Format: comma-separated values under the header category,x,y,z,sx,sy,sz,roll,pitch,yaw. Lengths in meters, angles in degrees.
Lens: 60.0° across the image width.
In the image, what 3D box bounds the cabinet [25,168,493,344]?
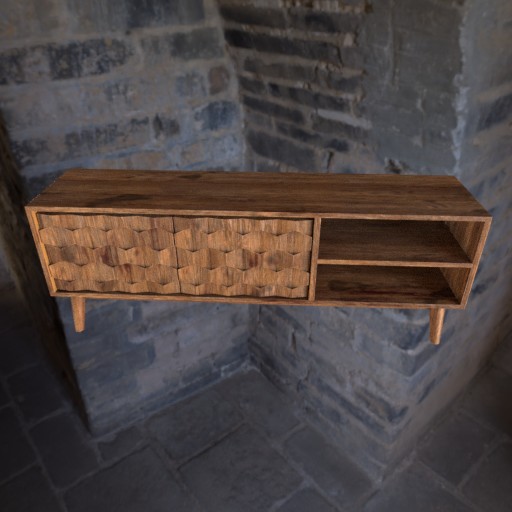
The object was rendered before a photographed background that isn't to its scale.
category,x,y,z,sx,sy,sz,roll,pitch,yaw
cabinet,0.000,0.000,1.654,1.448,0.528,0.349,2,31,3
